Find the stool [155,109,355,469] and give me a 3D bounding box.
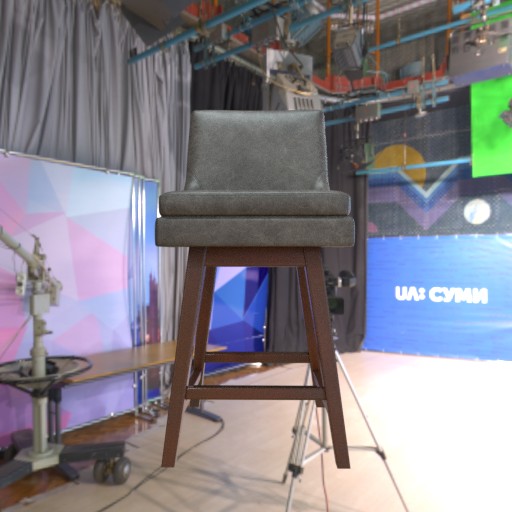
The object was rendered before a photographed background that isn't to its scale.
[{"bbox_3d":[0.000,0.000,1.351,0.492,1.046,0.587,0,1,1],"label":"stool"}]
